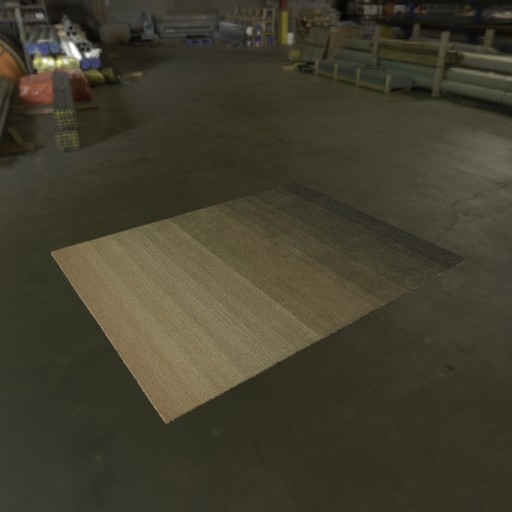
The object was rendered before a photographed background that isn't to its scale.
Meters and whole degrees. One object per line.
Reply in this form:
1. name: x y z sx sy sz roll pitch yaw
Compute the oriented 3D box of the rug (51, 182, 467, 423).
1. rug: 0.000 0.000 3.964 2.932 0.015 2.315 -21 36 -31
